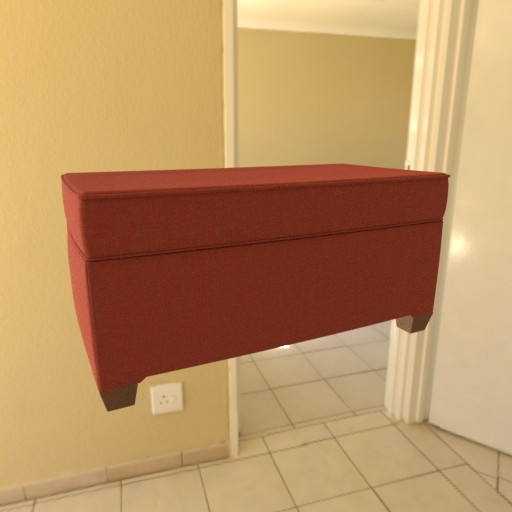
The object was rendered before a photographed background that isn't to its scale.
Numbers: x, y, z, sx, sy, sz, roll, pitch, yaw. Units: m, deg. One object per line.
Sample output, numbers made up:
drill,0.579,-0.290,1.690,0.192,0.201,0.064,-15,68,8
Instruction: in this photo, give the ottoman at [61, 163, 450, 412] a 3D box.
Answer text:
ottoman,0.000,0.000,1.228,0.948,0.454,0.497,-7,17,-25
